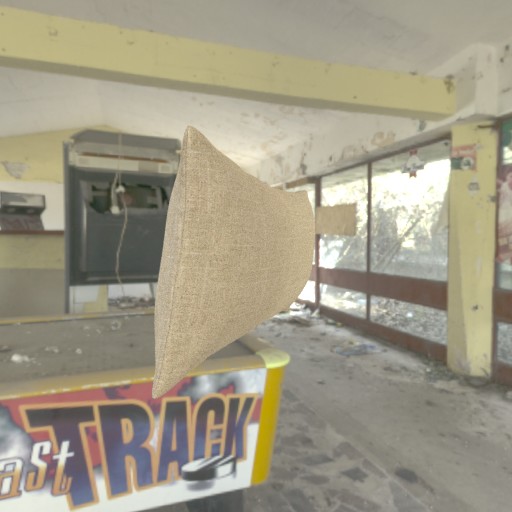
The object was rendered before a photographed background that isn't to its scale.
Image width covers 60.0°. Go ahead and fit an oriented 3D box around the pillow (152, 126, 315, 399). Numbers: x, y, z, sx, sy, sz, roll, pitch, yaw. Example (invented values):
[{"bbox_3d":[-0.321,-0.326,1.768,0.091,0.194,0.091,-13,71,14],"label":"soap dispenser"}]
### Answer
[{"bbox_3d":[0.000,0.000,0.744,0.155,0.282,0.612,1,2,17],"label":"pillow"}]
